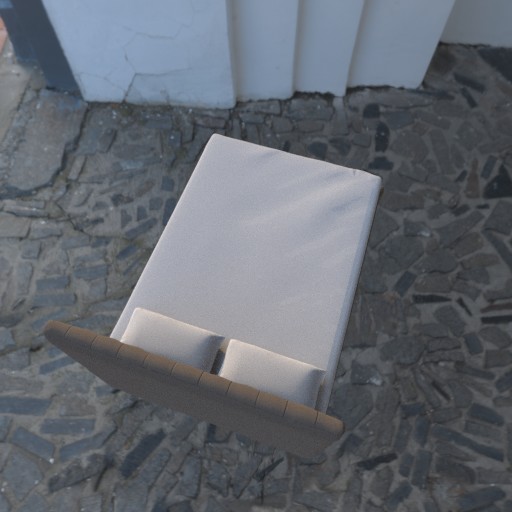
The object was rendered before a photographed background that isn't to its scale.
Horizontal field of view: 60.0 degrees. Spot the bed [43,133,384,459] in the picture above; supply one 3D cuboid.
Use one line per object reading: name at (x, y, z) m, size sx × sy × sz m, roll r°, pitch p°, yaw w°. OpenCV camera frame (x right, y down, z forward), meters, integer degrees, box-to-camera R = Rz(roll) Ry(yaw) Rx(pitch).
bed at (0.000, 0.000, 3.409) m, size 1.698 × 1.427 × 2.387 m, roll 17°, pitch 64°, yaw 9°
